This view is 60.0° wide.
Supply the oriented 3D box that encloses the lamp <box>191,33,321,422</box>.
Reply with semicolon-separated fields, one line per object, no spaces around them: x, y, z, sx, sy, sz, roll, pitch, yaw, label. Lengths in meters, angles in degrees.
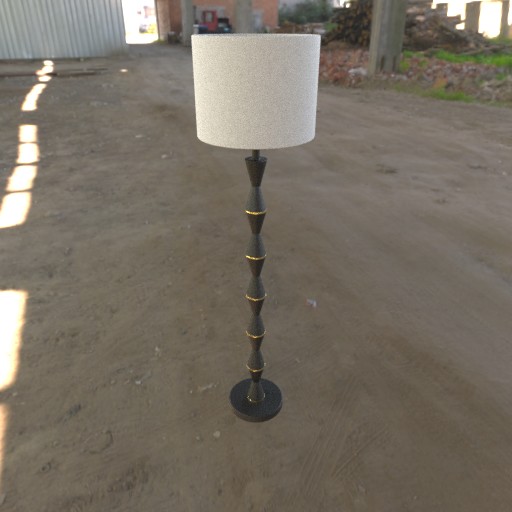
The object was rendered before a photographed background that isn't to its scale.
0.000;0.000;1.657;0.381;1.480;0.381;18;33;31;lamp
